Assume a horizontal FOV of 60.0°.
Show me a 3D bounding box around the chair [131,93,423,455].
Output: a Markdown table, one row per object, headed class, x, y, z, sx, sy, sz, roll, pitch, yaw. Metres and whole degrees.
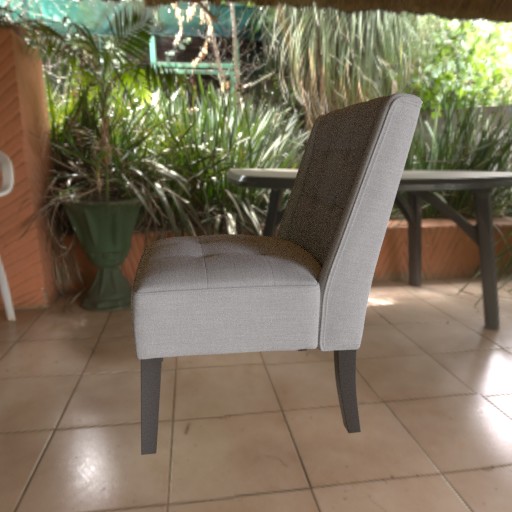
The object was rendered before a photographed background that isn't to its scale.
| class | x | y | z | sx | sy | sz | roll | pitch | yaw |
| --- | --- | --- | --- | --- | --- | --- | --- | --- | --- |
| chair | 0.000 | 0.000 | 1.291 | 0.676 | 0.853 | 0.569 | -2 | 13 | -9 |
